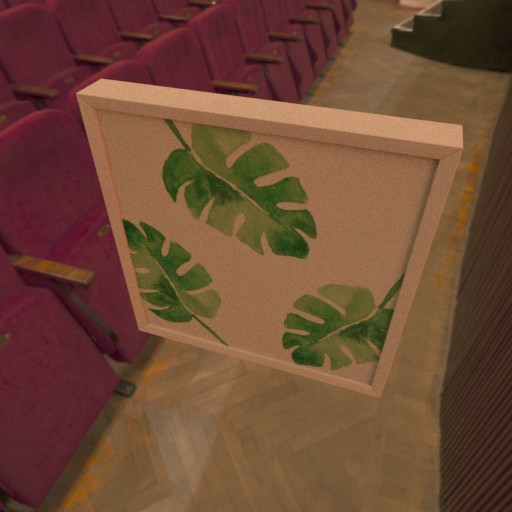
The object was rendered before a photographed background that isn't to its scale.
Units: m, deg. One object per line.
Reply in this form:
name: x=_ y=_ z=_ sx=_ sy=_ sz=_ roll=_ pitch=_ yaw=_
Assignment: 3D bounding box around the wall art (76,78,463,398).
wall art: x=0.000 y=0.000 z=0.446 sx=0.305 sy=0.305 sz=0.038 roll=12 pitch=42 yaw=14
